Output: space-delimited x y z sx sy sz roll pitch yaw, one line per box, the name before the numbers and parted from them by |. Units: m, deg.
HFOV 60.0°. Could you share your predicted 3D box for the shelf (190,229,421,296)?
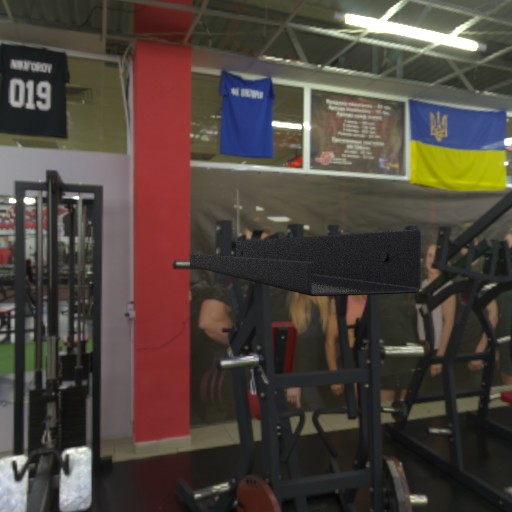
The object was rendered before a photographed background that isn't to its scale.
shelf | 0.000 0.000 0.642 0.102 0.053 0.605 0 1 -17
